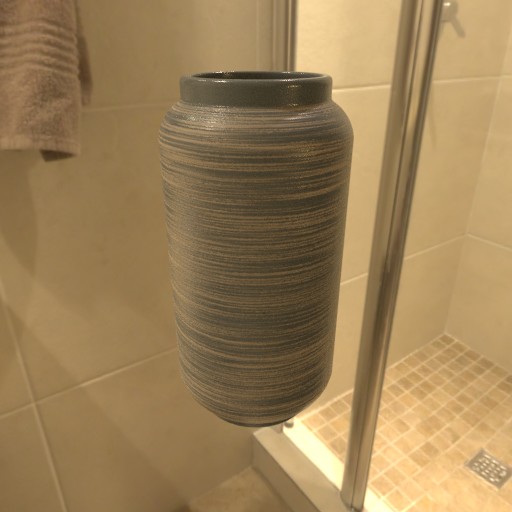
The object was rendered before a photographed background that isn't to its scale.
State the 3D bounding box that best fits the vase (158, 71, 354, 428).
[{"bbox_3d":[0.000,0.000,0.303,0.116,0.230,0.116,0,26,0],"label":"vase"}]
